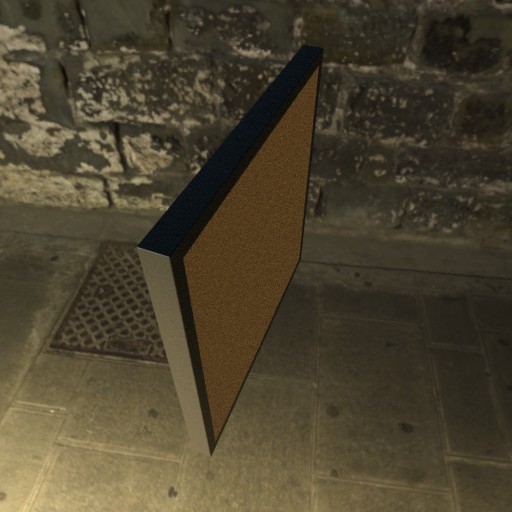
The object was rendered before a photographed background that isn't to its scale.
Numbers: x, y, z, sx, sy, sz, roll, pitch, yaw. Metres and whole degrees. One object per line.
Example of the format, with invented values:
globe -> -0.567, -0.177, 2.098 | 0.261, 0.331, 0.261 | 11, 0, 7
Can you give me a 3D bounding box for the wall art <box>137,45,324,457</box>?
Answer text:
wall art -> 0.000, 0.000, 0.752 | 0.036, 0.508, 0.508 | 16, 49, 15
